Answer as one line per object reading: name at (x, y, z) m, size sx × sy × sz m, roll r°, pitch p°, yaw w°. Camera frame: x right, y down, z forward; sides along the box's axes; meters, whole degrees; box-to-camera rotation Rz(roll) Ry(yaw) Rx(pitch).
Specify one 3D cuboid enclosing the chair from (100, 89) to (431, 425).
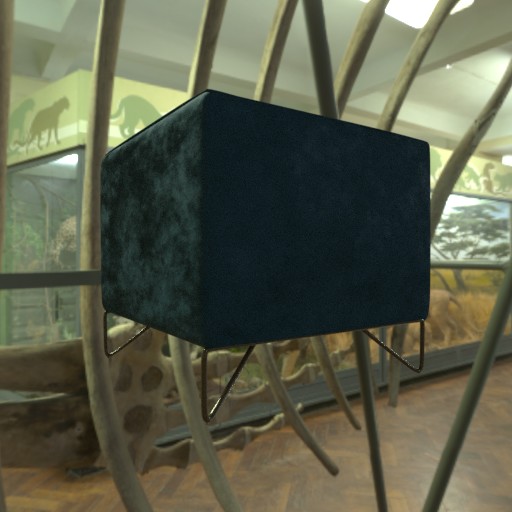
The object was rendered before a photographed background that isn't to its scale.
chair at (0.000, 0.000, 1.612) m, size 0.894 × 0.790 × 0.880 m, roll 0°, pitch 0°, yaw -34°
